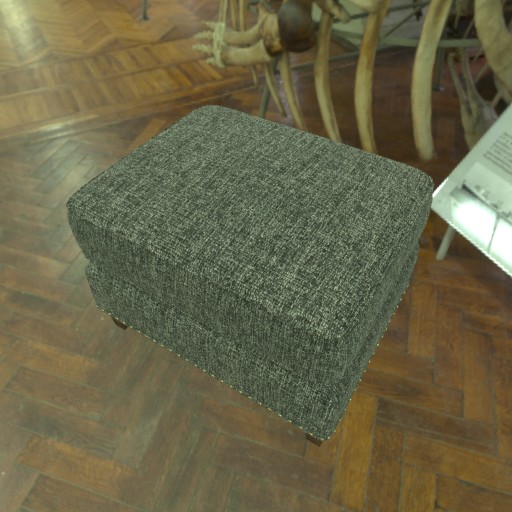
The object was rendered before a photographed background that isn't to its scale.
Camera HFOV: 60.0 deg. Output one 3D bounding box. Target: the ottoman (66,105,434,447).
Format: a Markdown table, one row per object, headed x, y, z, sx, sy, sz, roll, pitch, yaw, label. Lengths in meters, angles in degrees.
| x | y | z | sx | sy | sz | roll | pitch | yaw | label |
| --- | --- | --- | --- | --- | --- | --- | --- | --- | --- |
| 0.000 | 0.000 | 1.179 | 0.738 | 0.537 | 0.589 | 24 | 51 | 21 | ottoman |
